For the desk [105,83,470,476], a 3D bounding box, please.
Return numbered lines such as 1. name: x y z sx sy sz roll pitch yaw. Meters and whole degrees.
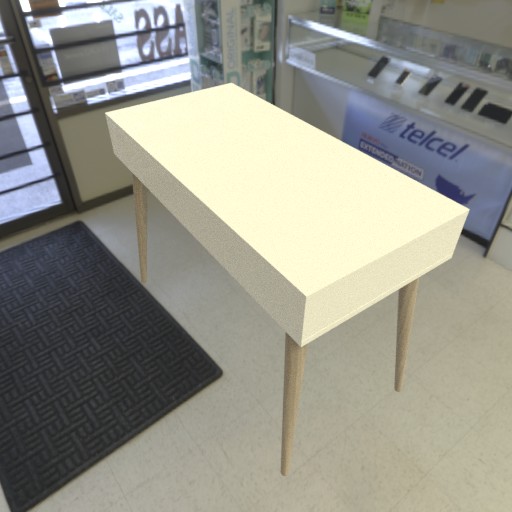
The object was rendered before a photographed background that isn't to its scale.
1. desk: 0.000 0.000 1.417 0.491 0.723 0.979 -24 46 -26
